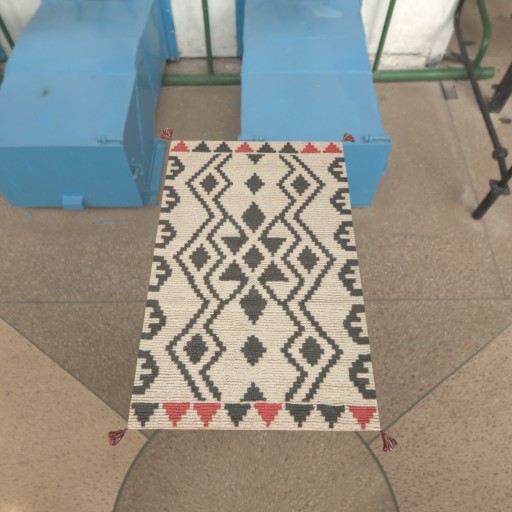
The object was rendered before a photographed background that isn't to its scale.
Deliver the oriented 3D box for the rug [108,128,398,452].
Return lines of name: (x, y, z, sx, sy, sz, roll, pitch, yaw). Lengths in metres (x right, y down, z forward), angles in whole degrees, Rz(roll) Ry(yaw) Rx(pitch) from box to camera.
rug: (0.000, 0.000, 3.281, 1.741, 0.066, 2.672, 0, 58, 0)
